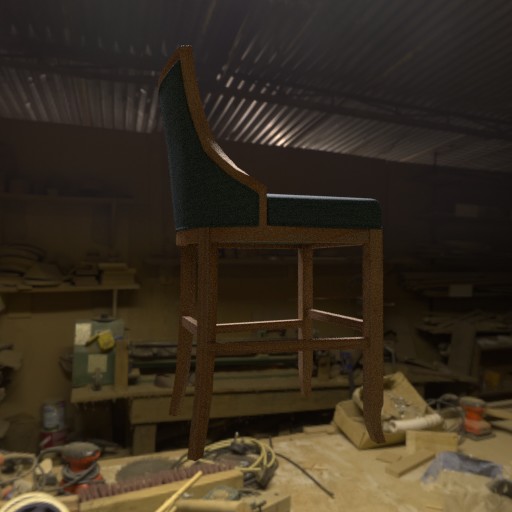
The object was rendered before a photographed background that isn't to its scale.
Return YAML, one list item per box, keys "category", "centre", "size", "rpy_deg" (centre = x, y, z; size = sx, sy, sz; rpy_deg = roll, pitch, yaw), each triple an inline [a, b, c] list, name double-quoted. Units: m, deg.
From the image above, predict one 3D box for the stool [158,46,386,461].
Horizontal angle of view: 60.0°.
- category: "stool"
  centre: [0.000, 0.000, 1.449]
  size: [0.626, 1.101, 0.524]
  rpy_deg: [0, -1, -19]
